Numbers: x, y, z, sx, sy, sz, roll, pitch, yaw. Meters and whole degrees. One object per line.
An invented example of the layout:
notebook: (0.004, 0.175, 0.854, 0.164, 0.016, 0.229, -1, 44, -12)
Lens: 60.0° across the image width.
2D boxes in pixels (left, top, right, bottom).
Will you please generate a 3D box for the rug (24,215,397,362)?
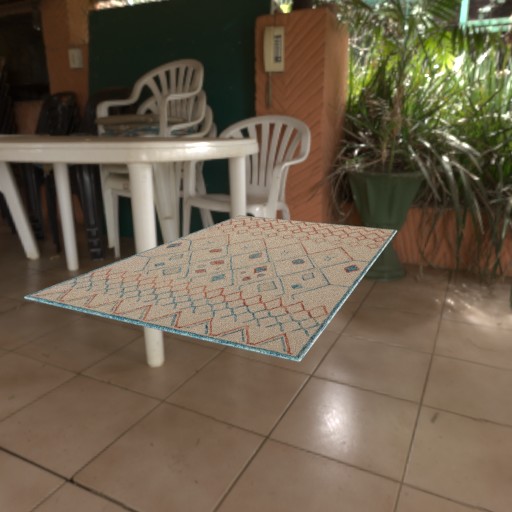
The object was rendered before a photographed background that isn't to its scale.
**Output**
rug: (0.000, 0.000, 3.052, 1.524, 0.015, 2.438, 8, 18, 24)
